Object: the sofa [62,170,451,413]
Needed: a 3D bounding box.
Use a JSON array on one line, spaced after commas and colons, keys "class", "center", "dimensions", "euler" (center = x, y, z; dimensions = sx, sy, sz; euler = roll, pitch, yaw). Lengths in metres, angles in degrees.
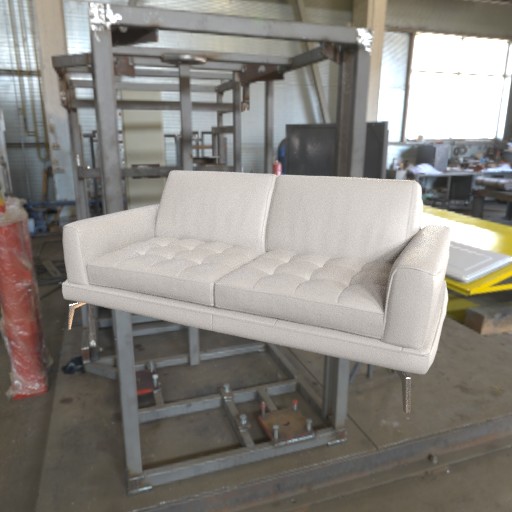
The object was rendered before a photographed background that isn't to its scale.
[{"class": "sofa", "center": [0.000, 0.000, 2.698], "dimensions": [2.177, 0.930, 1.121], "euler": [7, 17, 25]}]
